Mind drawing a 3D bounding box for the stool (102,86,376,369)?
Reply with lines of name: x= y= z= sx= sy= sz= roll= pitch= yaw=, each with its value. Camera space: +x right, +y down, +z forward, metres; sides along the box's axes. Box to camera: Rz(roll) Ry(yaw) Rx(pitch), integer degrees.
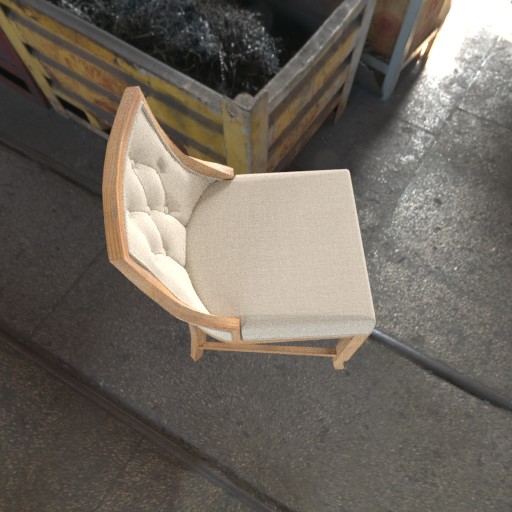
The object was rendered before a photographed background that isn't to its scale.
stool: x=0.000 y=0.000 z=1.337 sx=0.626 sy=0.938 sz=0.524 roll=-3 pitch=65 yaw=-1
